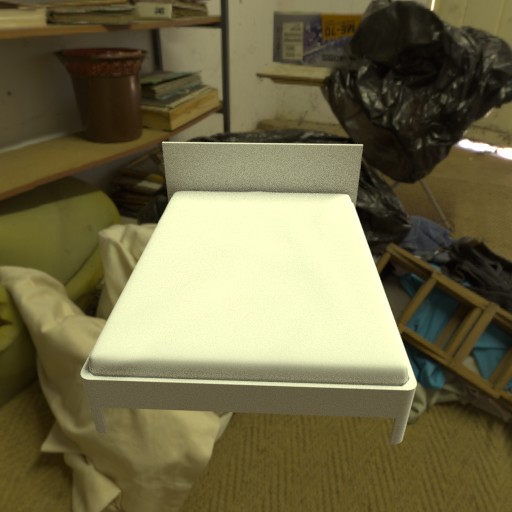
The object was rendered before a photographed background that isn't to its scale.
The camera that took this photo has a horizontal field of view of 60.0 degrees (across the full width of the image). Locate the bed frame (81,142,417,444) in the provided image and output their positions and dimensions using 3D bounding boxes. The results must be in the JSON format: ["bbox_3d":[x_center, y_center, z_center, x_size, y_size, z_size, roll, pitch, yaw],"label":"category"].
[{"bbox_3d":[0.000,0.000,2.670,1.490,0.800,1.950,1,31,2],"label":"bed frame"}]
